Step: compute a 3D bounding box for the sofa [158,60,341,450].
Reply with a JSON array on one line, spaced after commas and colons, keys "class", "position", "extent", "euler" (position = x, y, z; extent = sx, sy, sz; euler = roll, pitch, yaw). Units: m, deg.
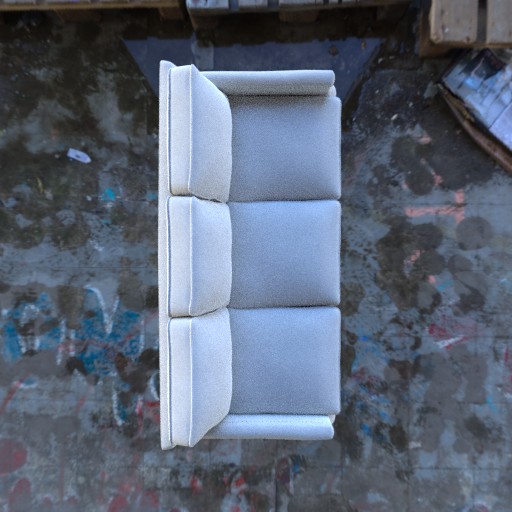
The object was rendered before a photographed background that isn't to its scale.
[{"class": "sofa", "position": [0.000, 0.000, 2.802], "extent": [1.084, 1.003, 2.246], "euler": [0, 91, 0]}]
